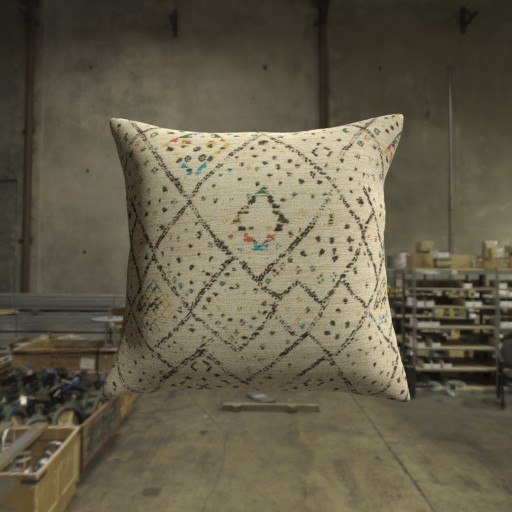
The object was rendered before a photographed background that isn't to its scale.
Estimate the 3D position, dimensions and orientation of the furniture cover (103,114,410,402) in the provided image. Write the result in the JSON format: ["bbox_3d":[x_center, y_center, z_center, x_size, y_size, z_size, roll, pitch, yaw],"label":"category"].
[{"bbox_3d":[0.000,0.000,0.770,0.525,0.498,0.180,0,-2,0],"label":"furniture cover"}]
